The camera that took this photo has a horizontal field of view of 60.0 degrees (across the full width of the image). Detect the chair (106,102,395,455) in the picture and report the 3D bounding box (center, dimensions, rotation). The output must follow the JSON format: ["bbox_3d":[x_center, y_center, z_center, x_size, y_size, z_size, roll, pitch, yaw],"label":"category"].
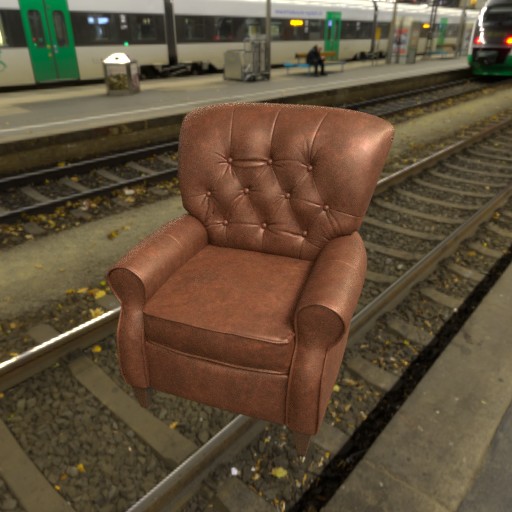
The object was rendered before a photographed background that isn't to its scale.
[{"bbox_3d":[0.000,0.000,1.928,0.979,1.162,1.031,9,28,18],"label":"chair"}]
